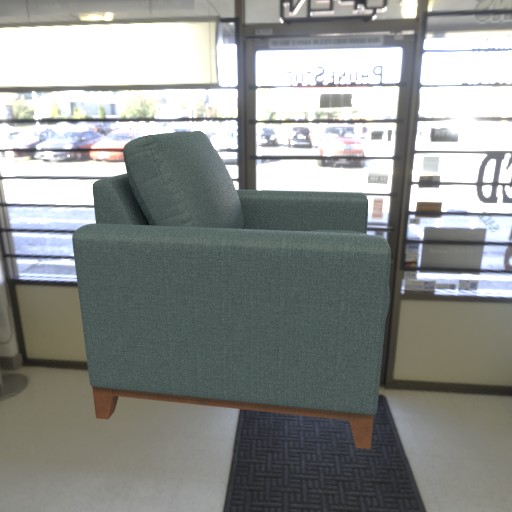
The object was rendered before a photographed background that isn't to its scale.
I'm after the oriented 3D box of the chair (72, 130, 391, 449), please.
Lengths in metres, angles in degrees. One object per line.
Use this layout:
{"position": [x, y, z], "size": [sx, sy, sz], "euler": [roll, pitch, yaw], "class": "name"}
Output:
{"position": [0.000, 0.000, 1.871], "size": [1.038, 1.010, 1.024], "euler": [3, 17, 9], "class": "chair"}
